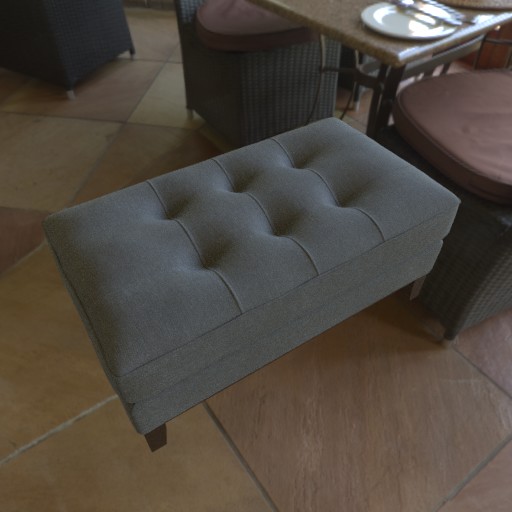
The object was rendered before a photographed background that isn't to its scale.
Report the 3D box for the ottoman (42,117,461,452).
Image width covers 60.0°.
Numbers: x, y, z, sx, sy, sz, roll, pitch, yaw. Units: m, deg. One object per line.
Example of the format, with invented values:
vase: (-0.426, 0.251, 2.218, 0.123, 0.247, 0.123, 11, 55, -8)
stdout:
ottoman: (0.000, 0.000, 1.479, 1.143, 0.514, 0.648, -25, 51, -22)
